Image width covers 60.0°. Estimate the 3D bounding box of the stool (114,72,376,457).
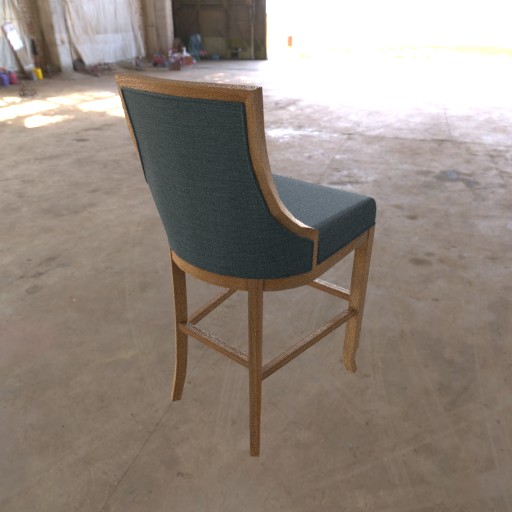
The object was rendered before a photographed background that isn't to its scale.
[{"bbox_3d":[0.000,0.000,1.413,0.524,1.101,0.626,21,34,33],"label":"stool"}]
